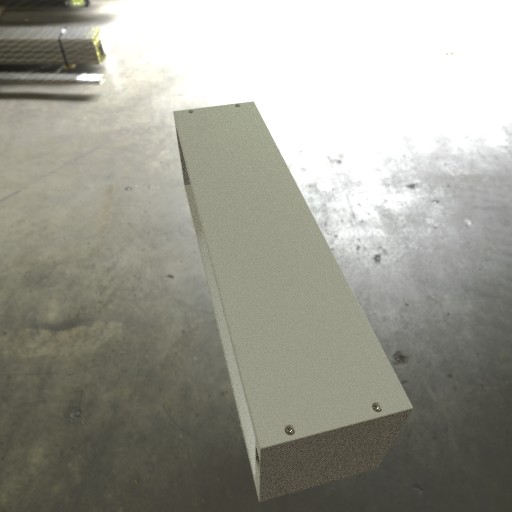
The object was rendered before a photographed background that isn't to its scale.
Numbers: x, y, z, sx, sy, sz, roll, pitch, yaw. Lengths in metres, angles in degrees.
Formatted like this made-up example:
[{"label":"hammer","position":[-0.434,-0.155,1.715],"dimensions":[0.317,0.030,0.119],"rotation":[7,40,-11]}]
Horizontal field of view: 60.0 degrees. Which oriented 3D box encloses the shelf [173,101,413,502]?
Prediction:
[{"label":"shelf","position":[0.000,0.000,0.669],"dimensions":[0.150,0.170,0.610],"rotation":[-11,48,-10]}]
